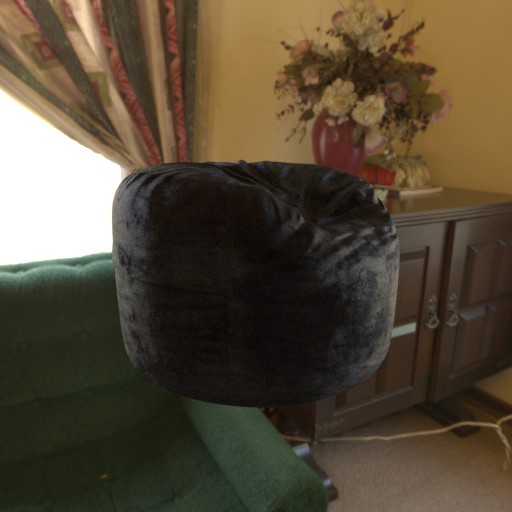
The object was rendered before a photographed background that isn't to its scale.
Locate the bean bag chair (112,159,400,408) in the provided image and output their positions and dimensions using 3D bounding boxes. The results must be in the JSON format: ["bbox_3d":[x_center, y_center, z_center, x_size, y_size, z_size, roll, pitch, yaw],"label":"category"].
[{"bbox_3d":[0.000,0.000,1.484,0.918,0.616,0.918,0,14,0],"label":"bean bag chair"}]
